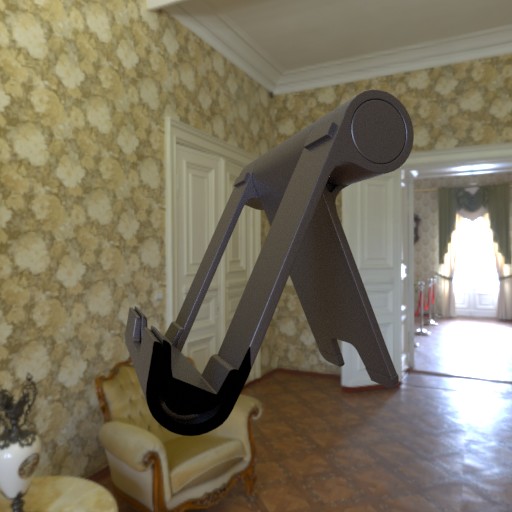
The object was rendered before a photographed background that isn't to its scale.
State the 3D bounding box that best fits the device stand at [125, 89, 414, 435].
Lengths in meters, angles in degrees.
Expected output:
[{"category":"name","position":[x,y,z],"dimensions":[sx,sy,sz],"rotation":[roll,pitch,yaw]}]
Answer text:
[{"category":"device stand","position":[0.000,0.000,0.148],"dimensions":[0.079,0.084,0.088],"rotation":[0,-1,-20]}]
